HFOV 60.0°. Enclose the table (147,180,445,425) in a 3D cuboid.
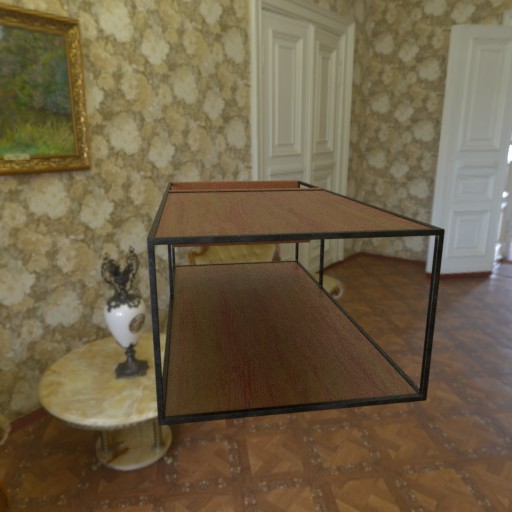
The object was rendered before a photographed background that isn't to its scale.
[{"bbox_3d":[0.000,0.000,1.487,0.597,0.403,1.199,-2,15,-9],"label":"table"}]
